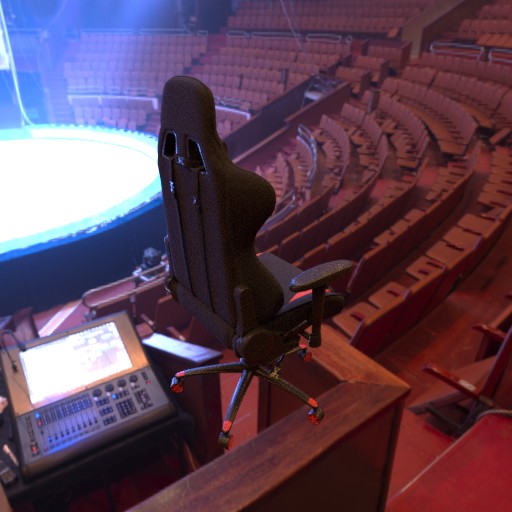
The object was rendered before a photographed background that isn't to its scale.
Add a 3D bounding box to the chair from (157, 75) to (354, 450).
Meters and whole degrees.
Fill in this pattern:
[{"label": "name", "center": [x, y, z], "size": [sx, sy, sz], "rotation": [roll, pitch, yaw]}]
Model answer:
[{"label": "chair", "center": [0.000, 0.000, 1.724], "size": [0.658, 1.326, 0.695], "rotation": [-19, 32, -33]}]
